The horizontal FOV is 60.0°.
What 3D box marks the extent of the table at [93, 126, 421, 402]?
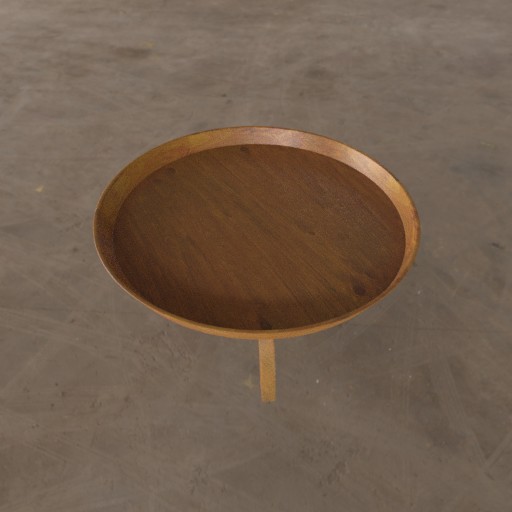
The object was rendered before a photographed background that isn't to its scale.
[{"bbox_3d":[0.000,0.000,1.579,1.016,0.470,1.016,0,45,0],"label":"table"}]
